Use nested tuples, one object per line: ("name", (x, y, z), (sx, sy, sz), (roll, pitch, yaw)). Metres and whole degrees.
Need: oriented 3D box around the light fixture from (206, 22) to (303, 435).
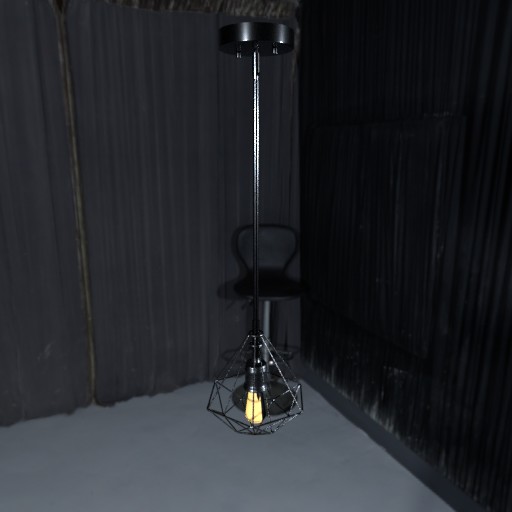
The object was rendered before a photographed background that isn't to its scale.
("light fixture", (0.000, 0.000, 1.911), (0.487, 1.764, 0.431), (-7, 16, -26))
